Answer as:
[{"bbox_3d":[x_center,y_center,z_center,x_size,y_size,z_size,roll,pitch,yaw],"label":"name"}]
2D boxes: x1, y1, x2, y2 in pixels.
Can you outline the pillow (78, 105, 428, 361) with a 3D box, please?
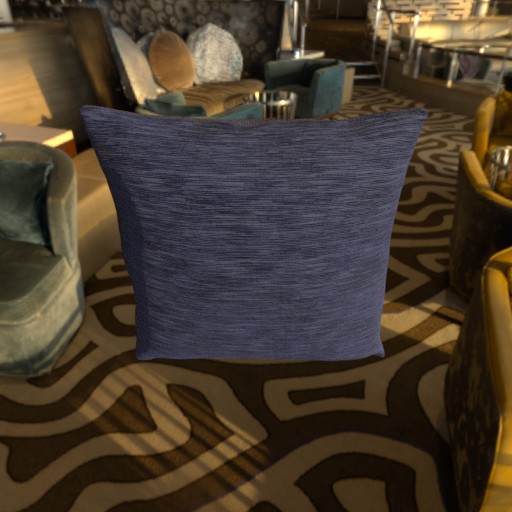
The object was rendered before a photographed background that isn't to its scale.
[{"bbox_3d":[0.000,0.000,0.672,0.452,0.439,0.204,0,31,0],"label":"pillow"}]
